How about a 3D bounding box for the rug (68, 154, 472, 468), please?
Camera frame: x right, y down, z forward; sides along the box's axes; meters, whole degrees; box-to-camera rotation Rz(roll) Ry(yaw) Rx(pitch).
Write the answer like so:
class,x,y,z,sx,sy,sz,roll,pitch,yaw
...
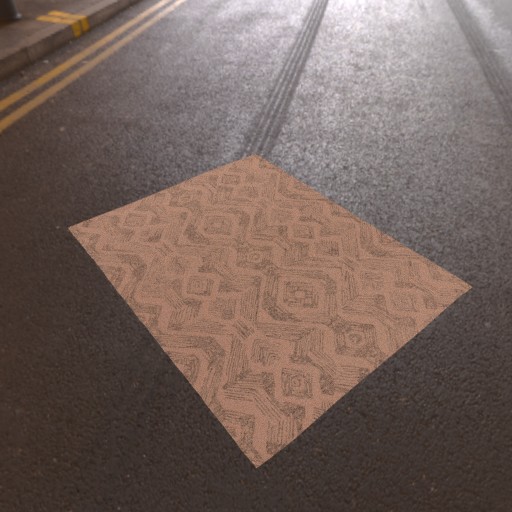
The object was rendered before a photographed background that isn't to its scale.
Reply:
class,x,y,z,sx,sy,sz,roll,pitch,yaw
rug,0.000,0.000,4.152,2.430,0.030,3.054,-28,49,-28
